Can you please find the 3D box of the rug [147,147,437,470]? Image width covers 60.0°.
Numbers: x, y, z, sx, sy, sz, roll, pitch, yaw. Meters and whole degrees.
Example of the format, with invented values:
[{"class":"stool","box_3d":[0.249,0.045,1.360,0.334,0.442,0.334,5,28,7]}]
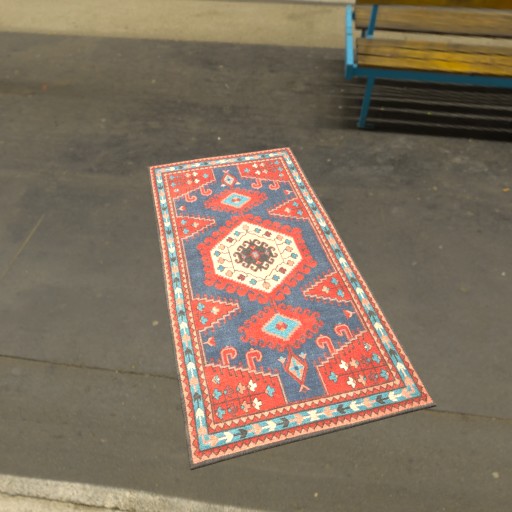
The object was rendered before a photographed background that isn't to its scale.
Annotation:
[{"class":"rug","box_3d":[0.000,0.000,3.609,1.522,0.034,3.032,-10,46,-10]}]
